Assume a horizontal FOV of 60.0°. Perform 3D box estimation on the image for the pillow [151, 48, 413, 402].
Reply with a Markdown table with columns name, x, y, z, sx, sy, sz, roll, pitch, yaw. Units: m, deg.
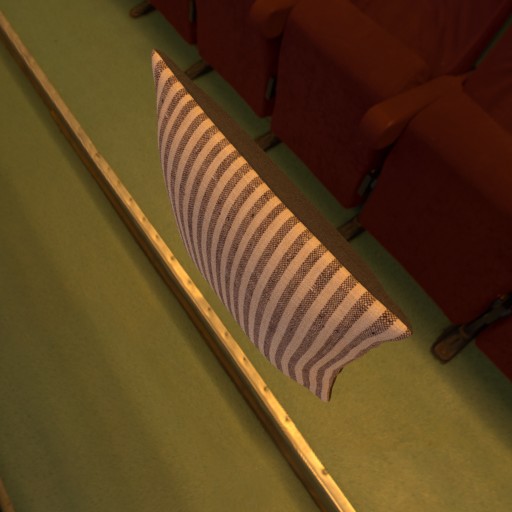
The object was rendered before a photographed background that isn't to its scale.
| name | x | y | z | sx | sy | sz | roll | pitch | yaw |
| --- | --- | --- | --- | --- | --- | --- | --- | --- | --- |
| pillow | 0.000 | 0.000 | 0.766 | 0.166 | 0.506 | 0.523 | -34 | 69 | -15 |
